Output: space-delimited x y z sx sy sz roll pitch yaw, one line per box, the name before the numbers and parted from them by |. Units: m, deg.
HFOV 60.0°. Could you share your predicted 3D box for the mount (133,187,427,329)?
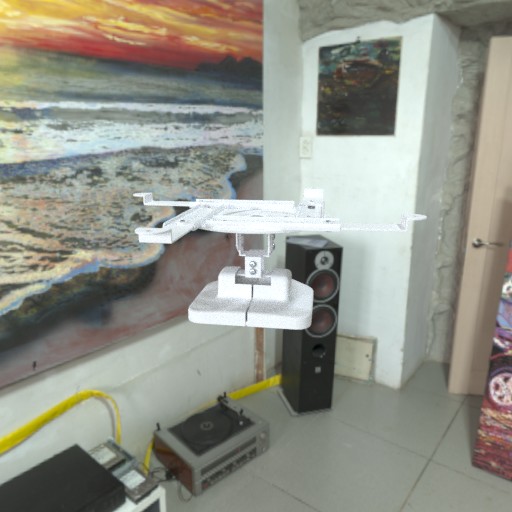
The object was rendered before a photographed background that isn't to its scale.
mount | 0.000 0.000 0.591 0.394 0.141 0.394 2 15 9
